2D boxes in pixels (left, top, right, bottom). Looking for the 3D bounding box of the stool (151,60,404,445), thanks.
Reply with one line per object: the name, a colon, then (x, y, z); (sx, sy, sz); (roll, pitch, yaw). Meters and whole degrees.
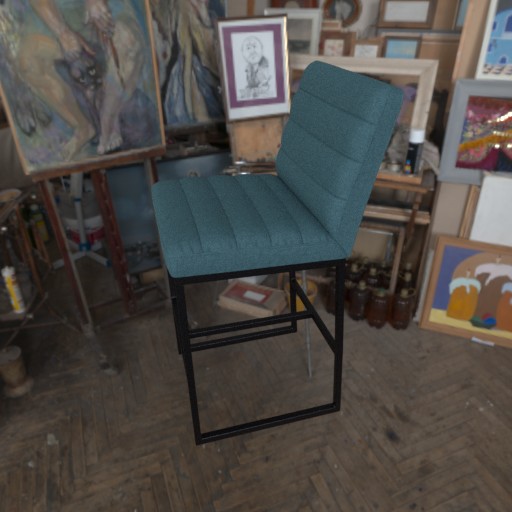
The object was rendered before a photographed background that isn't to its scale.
stool: (0.000, 0.000, 1.348); (0.560, 1.040, 0.460); (-8, 32, -13)
